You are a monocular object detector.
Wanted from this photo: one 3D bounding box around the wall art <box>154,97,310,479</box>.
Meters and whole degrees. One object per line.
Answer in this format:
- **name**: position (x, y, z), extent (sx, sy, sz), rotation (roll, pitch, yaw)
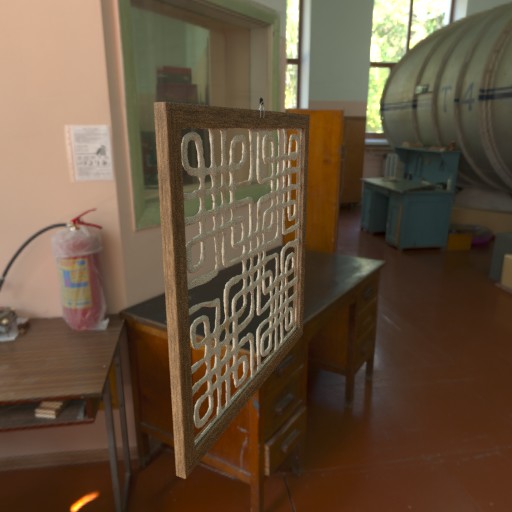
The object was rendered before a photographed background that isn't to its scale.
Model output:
- **wall art**: position (0.000, 0.000, 0.863), extent (0.021, 0.582, 0.561), rotation (7, 18, 24)
